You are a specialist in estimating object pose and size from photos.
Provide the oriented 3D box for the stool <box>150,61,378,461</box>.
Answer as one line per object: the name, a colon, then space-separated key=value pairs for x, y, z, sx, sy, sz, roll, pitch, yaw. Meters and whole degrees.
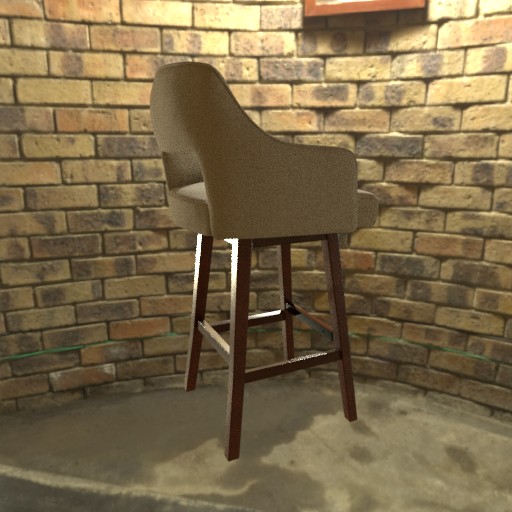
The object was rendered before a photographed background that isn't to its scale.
stool: x=0.000 y=0.000 z=1.357 sx=0.560 sy=1.041 sz=0.550 roll=-7 pitch=16 yaw=-25
